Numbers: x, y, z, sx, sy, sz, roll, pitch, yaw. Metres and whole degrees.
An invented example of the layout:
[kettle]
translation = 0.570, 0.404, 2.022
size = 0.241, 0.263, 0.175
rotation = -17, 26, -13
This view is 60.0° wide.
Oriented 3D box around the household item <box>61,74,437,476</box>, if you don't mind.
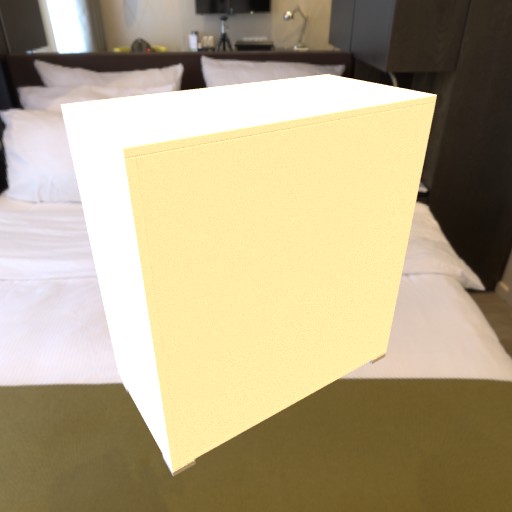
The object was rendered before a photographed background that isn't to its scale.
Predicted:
[household item]
translation = 0.000, 0.000, 1.279
size = 0.800, 0.870, 0.420
rotation = -19, 35, -29
